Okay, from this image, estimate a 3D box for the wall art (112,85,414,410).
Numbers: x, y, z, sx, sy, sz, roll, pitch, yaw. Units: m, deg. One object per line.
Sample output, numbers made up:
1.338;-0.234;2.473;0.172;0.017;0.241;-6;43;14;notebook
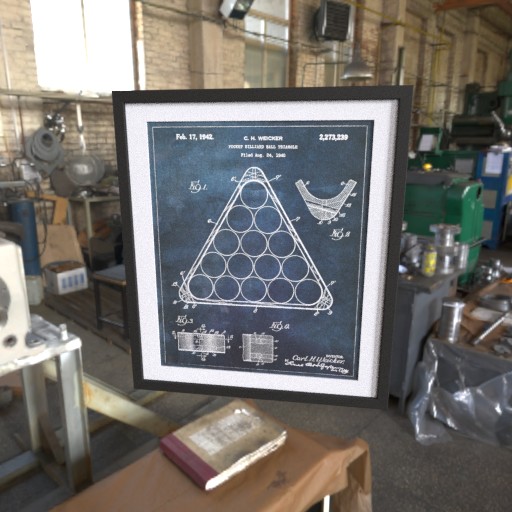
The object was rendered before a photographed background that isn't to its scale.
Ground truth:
0.000;0.000;1.213;0.755;0.863;0.028;2;14;8;wall art
